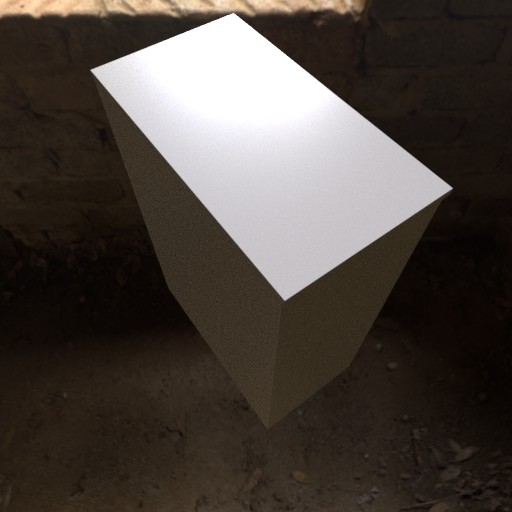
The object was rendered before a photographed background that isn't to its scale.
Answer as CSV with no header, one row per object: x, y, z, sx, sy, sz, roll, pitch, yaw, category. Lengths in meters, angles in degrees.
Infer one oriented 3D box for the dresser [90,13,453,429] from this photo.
0.000,0.000,1.328,0.401,1.021,0.704,-32,63,-18,dresser
